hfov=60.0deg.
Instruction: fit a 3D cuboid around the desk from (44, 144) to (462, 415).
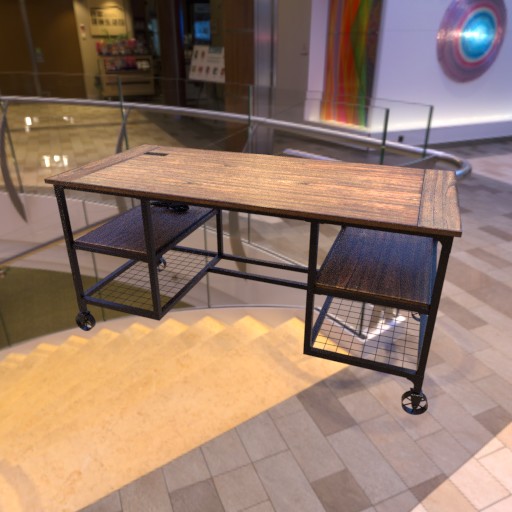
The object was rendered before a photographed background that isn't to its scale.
[{"bbox_3d":[0.000,0.000,2.004,1.590,0.751,0.711,9,27,19],"label":"desk"}]
